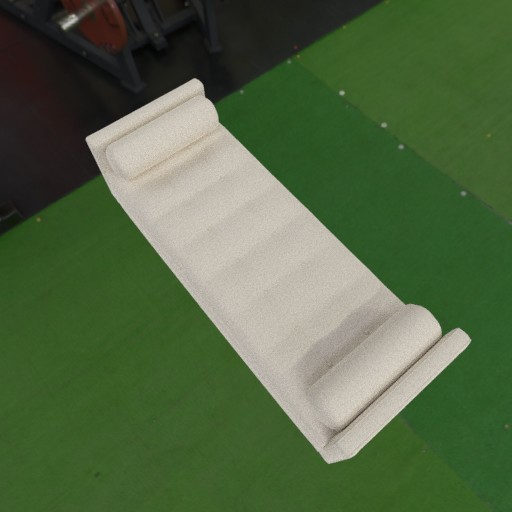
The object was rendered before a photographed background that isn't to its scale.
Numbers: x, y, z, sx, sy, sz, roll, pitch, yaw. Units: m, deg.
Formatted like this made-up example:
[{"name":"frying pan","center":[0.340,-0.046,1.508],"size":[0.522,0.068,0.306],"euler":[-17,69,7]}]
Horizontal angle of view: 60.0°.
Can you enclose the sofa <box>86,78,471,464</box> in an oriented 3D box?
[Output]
[{"name":"sofa","center":[0.000,0.000,2.344],"size":[0.746,0.641,1.985],"euler":[-36,68,-17]}]
